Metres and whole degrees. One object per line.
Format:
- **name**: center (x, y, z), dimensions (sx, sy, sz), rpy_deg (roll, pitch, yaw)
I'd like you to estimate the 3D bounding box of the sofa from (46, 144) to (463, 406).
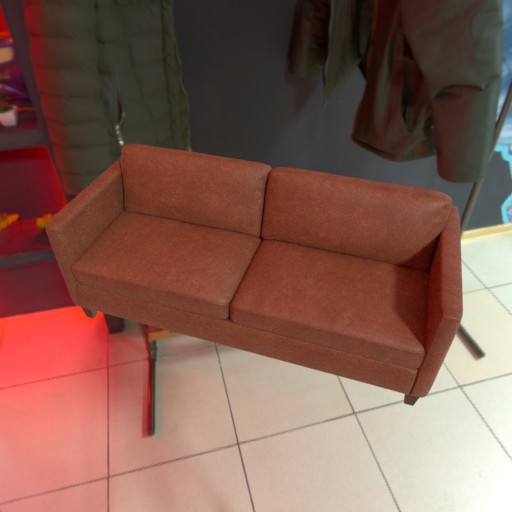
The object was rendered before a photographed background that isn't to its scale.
- **sofa**: center (0.000, 0.000, 2.697), dimensions (2.204, 0.932, 0.950), rpy_deg (12, 42, 14)
